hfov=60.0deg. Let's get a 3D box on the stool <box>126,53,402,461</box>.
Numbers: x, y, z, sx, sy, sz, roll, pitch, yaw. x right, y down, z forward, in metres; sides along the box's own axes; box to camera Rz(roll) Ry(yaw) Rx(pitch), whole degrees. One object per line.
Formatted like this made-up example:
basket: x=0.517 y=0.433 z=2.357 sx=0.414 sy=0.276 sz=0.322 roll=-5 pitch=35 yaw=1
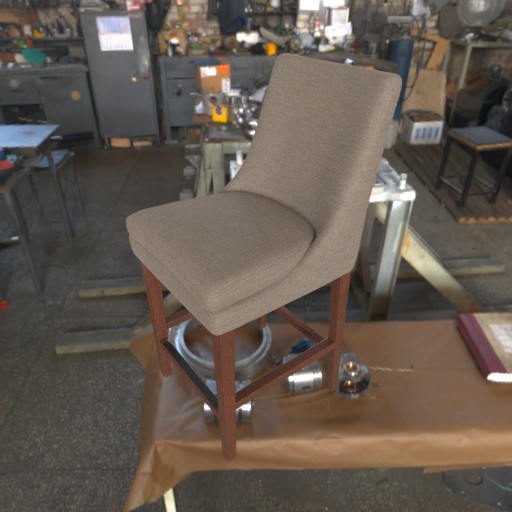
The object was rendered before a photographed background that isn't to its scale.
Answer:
stool: x=0.000 y=0.000 z=1.266 sx=0.577 sy=0.981 sz=0.470 roll=-22 pitch=39 yaw=-30
